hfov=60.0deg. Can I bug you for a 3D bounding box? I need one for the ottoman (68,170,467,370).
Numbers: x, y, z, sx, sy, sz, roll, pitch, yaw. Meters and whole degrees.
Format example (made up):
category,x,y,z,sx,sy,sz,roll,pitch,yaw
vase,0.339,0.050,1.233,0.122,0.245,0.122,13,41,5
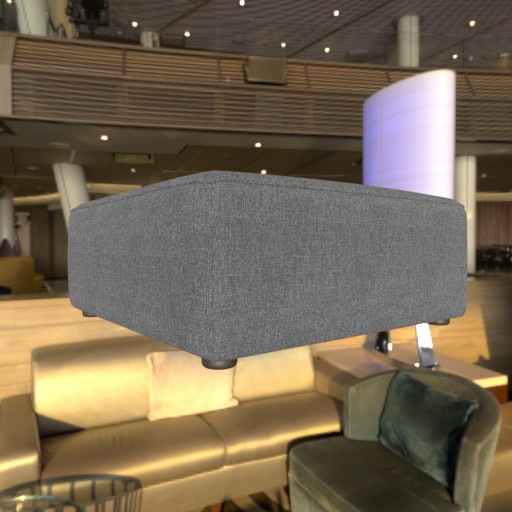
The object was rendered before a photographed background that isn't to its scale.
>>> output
category,x,y,z,sx,sy,sz,roll,pitch,yaw
ottoman,0.000,0.000,1.522,1.000,0.439,1.000,-1,2,-37
